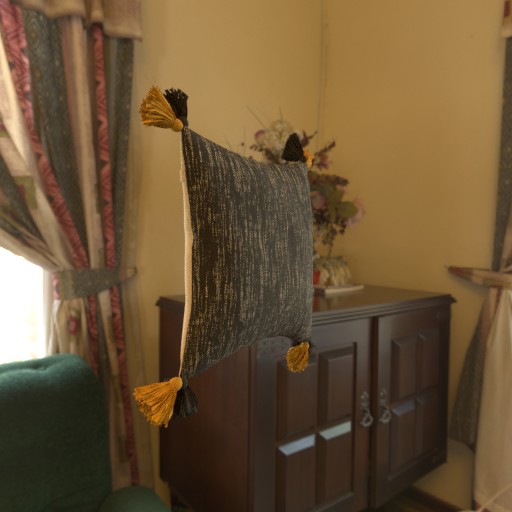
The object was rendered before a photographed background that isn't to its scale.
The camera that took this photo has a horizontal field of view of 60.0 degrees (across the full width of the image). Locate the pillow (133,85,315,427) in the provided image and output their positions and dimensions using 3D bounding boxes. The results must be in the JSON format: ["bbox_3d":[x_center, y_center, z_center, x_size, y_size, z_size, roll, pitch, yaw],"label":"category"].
[{"bbox_3d":[0.000,0.000,1.017,0.139,0.659,0.654,1,2,36],"label":"pillow"}]
